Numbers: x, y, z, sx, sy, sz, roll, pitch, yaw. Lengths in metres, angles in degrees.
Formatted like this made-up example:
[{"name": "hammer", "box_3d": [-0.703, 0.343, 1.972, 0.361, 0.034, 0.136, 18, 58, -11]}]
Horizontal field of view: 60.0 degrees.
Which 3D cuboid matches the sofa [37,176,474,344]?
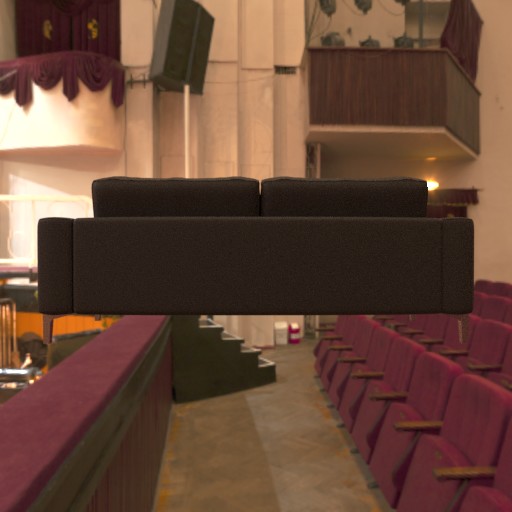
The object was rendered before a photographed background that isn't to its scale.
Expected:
[{"name": "sofa", "box_3d": [0.000, 0.000, 2.665, 2.275, 0.893, 0.833, 0, 1, 0]}]
